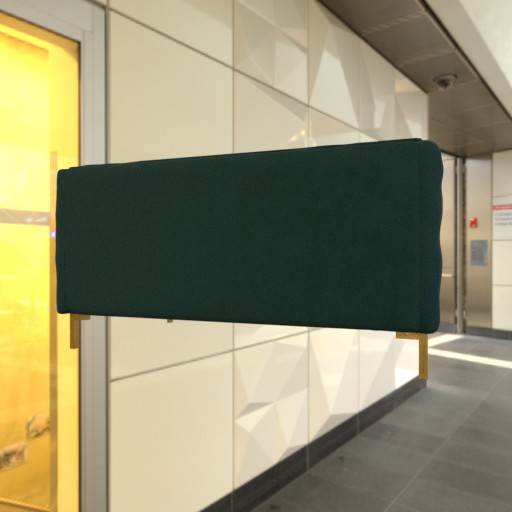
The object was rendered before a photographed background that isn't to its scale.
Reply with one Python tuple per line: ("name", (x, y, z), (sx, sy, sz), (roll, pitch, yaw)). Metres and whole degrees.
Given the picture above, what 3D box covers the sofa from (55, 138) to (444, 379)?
("sofa", (0.000, 0.000, 2.091), (1.583, 0.810, 0.909), (0, 0, 19))
